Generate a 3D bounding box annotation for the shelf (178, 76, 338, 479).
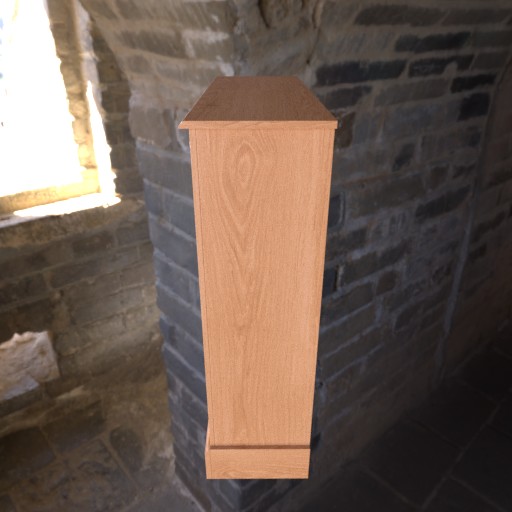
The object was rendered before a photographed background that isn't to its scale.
[{"bbox_3d":[0.000,0.000,1.398,0.291,0.980,0.840,0,27,0],"label":"shelf"}]
